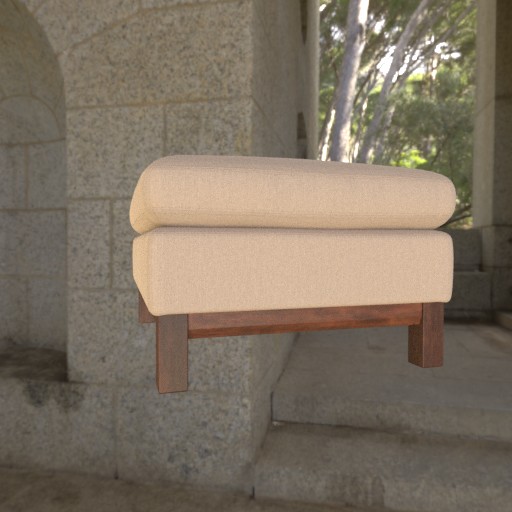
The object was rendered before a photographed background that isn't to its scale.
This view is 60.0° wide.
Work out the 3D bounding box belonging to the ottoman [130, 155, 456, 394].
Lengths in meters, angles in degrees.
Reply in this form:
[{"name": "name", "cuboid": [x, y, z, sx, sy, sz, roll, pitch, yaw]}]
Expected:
[{"name": "ottoman", "cuboid": [0.000, 0.000, 1.121, 0.606, 0.420, 0.771, 0, 2, -17]}]
